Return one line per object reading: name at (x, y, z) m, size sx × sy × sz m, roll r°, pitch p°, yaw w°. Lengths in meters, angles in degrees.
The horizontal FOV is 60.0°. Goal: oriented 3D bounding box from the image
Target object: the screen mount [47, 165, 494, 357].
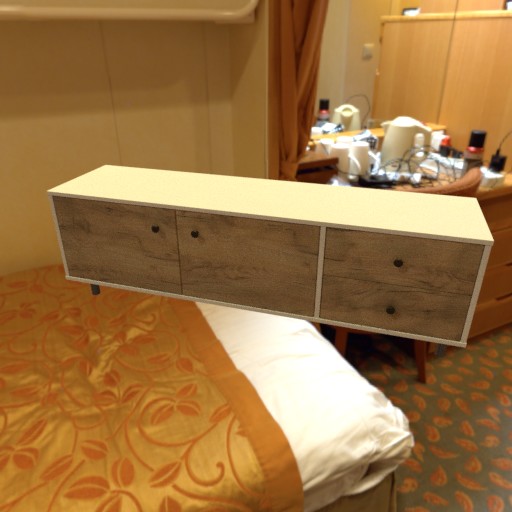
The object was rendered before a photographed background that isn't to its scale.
screen mount at (0.000, 0.000, 1.810) m, size 1.600 × 0.520 × 0.418 m, roll 8°, pitch 28°, yaw 15°
